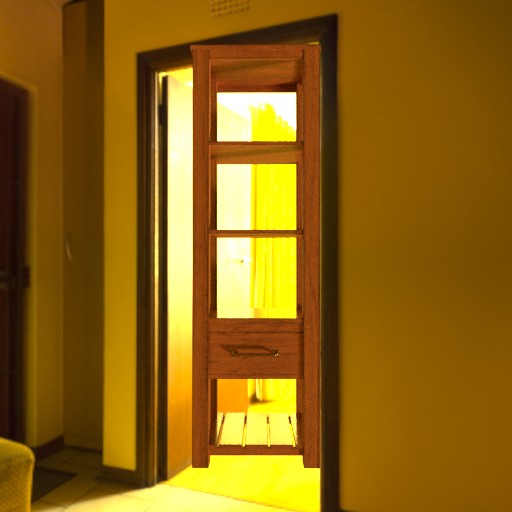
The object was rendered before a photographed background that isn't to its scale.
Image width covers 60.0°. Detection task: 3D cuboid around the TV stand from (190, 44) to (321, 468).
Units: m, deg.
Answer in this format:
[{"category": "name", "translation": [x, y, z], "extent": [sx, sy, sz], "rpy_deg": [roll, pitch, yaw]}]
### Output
[{"category": "TV stand", "translation": [0.000, 0.000, 2.106], "extent": [0.565, 1.828, 0.435], "rpy_deg": [0, 0, 0]}]
